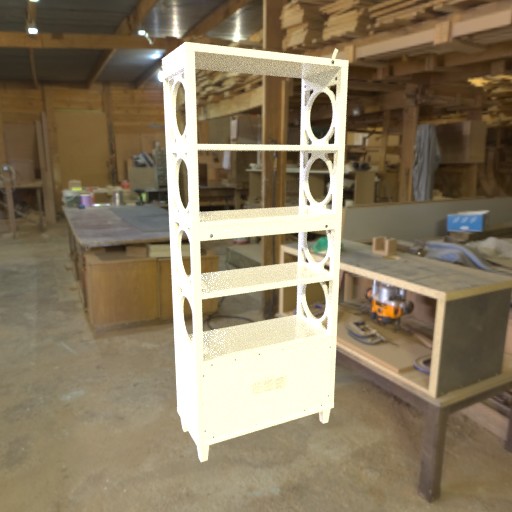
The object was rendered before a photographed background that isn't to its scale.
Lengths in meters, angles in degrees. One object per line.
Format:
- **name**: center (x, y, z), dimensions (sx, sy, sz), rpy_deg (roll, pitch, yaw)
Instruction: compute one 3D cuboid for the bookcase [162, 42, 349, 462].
- **bookcase**: center (0.000, 0.000, 2.167), dimensions (0.761, 1.869, 0.361), rpy_deg (-6, 14, -26)
